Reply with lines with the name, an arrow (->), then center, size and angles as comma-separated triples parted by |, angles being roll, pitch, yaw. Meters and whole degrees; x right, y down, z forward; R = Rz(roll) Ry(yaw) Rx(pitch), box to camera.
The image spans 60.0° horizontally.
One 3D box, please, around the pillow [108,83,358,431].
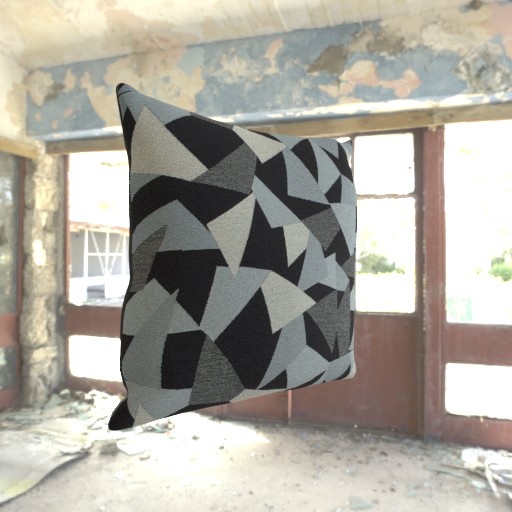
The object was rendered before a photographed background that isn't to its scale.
pillow -> 0.000, 0.000, 0.764 | 0.503, 0.496, 0.208 | 0, -1, -36
